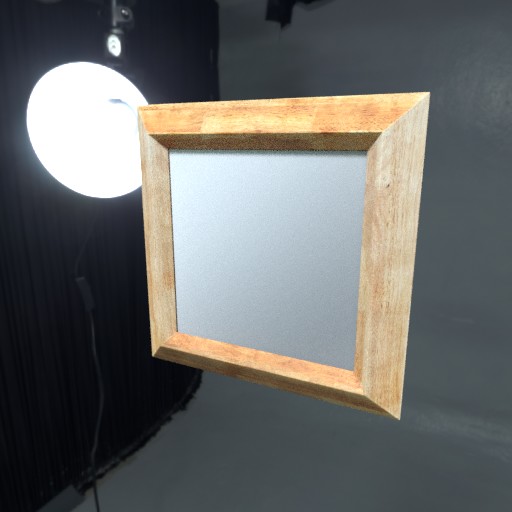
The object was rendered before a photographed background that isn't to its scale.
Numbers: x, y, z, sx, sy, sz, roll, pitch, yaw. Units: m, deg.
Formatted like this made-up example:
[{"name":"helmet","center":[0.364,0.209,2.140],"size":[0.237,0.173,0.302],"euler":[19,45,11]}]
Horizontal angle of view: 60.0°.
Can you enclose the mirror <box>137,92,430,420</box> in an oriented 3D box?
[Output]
[{"name":"mirror","center":[0.000,0.000,0.970],"size":[0.651,0.651,0.047],"euler":[7,16,25]}]
